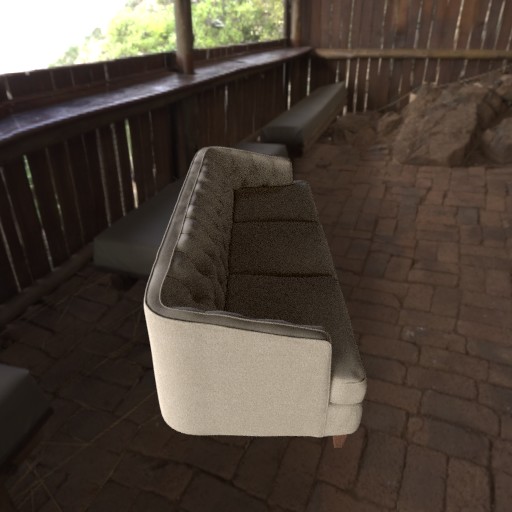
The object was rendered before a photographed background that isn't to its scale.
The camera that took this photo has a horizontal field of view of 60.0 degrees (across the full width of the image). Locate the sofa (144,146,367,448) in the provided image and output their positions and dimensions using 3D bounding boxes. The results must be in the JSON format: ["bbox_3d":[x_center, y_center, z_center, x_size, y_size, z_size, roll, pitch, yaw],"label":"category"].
[{"bbox_3d":[0.000,0.000,2.744,0.913,0.788,2.235,0,30,0],"label":"sofa"}]
